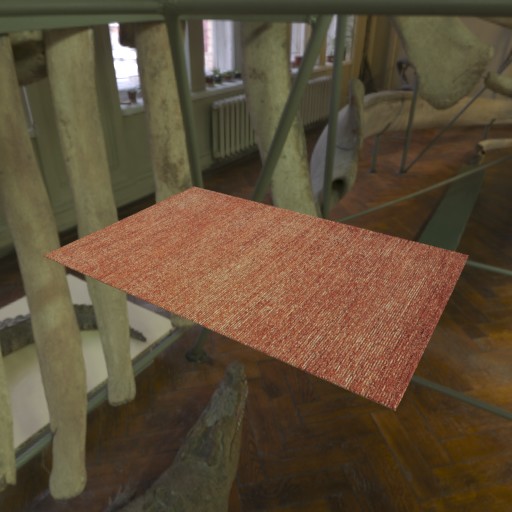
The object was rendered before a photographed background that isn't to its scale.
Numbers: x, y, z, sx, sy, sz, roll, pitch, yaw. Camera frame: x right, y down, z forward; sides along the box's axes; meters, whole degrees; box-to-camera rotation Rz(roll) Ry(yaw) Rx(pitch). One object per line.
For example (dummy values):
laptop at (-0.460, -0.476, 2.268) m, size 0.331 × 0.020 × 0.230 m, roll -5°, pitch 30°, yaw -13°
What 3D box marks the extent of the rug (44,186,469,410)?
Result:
rug at (0.000, 0.000, 2.170) m, size 1.747 × 0.011 × 1.139 m, roll 18°, pitch 34°, yaw 28°
